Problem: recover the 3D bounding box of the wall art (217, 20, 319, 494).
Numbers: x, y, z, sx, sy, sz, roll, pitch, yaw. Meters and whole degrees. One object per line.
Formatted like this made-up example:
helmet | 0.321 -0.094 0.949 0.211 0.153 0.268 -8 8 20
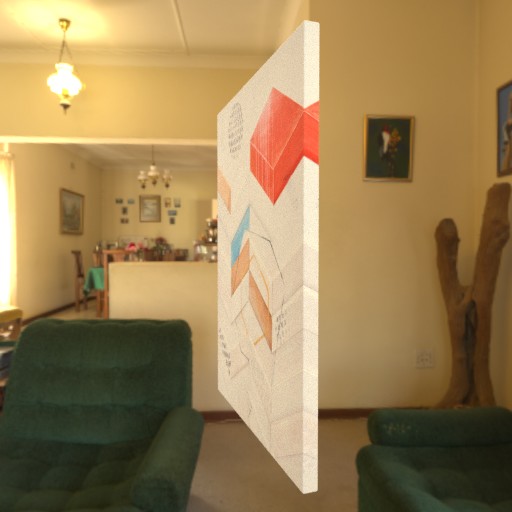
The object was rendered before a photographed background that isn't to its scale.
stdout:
wall art | 0.000 0.000 1.085 0.036 0.848 0.613 -1 2 -19
